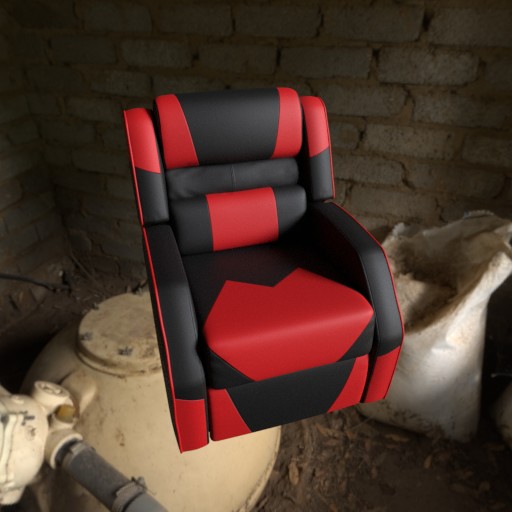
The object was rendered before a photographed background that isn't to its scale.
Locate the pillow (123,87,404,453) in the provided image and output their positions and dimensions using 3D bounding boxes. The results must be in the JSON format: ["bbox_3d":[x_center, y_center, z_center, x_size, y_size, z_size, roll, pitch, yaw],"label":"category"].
[{"bbox_3d":[0.000,0.000,1.284,0.620,0.805,0.672,-9,33,-15],"label":"pillow"}]
